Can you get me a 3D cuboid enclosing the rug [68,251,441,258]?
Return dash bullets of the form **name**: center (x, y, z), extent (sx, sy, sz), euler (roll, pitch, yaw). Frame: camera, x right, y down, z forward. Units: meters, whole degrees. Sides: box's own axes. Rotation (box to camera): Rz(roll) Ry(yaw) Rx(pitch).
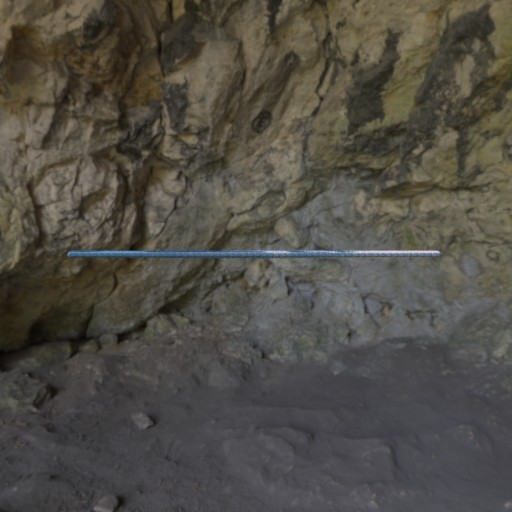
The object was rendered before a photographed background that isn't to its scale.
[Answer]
- **rug**: center (0.000, 0.000, 2.998), extent (1.540, 0.027, 2.450), euler (0, 0, 0)
